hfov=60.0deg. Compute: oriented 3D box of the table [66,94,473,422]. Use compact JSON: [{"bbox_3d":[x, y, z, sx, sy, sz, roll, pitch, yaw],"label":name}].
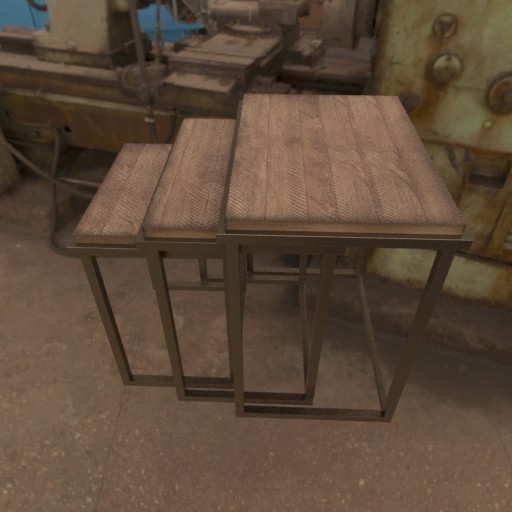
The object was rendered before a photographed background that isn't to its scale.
[{"bbox_3d":[0.000,0.000,1.103,0.706,0.610,0.559,1,41,2],"label":"table"}]
